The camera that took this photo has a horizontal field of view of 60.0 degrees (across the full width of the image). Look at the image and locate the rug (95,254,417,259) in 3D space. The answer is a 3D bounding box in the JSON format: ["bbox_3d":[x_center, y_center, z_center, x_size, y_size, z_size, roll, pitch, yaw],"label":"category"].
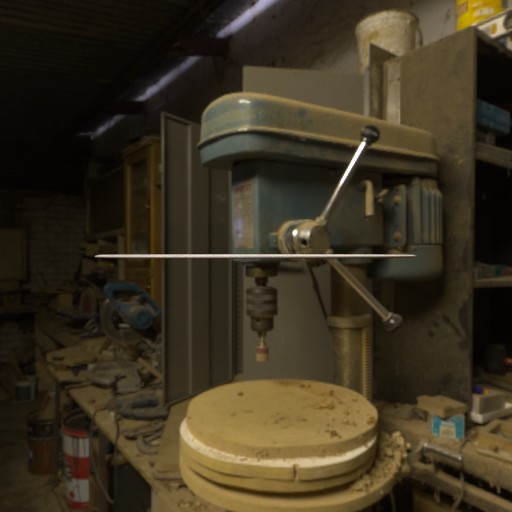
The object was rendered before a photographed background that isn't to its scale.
[{"bbox_3d":[0.000,0.000,2.333,1.593,0.012,1.593,0,0,0],"label":"rug"}]
